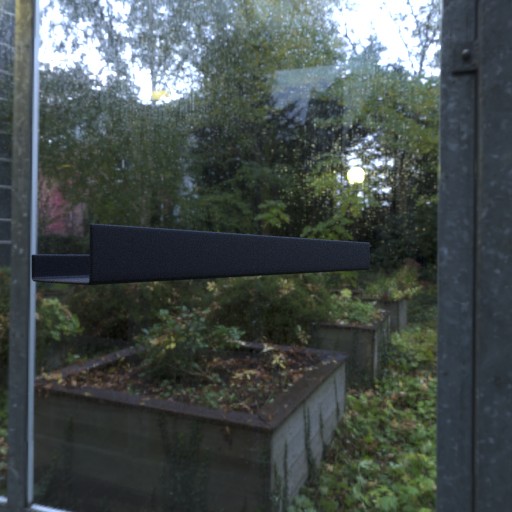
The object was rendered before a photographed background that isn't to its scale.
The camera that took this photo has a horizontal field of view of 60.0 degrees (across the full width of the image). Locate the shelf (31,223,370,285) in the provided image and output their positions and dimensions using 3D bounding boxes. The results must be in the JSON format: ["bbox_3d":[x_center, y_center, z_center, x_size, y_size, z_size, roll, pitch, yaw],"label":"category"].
[{"bbox_3d":[0.000,0.000,0.648,0.102,0.053,0.605,0,0,37],"label":"shelf"}]
